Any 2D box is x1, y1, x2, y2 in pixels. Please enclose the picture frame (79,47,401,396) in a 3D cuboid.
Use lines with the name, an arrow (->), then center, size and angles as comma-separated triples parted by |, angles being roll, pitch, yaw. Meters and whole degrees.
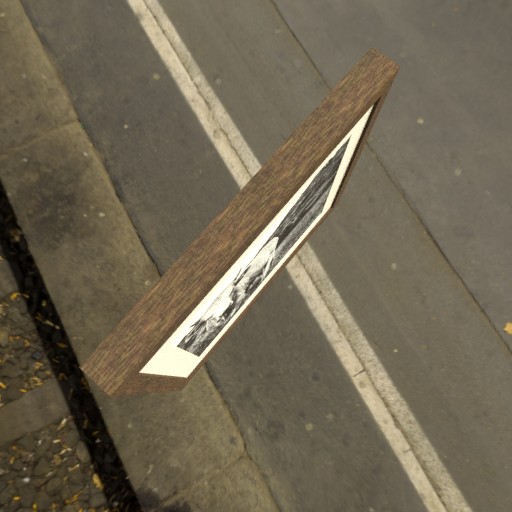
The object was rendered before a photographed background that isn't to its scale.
picture frame -> 0.000, 0.000, 0.530 | 0.033, 0.330, 0.378 | 39, 77, 10
